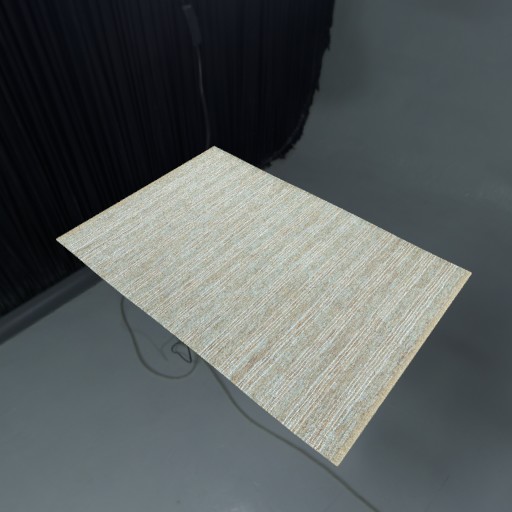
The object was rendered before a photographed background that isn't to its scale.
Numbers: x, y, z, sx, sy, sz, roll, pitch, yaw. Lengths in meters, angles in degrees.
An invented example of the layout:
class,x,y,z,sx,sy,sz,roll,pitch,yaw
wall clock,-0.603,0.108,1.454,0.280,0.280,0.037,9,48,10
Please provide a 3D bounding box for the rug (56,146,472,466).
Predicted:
class,x,y,z,sx,sy,sz,roll,pitch,yaw
rug,0.000,0.000,2.335,1.824,0.010,1.240,31,53,27
